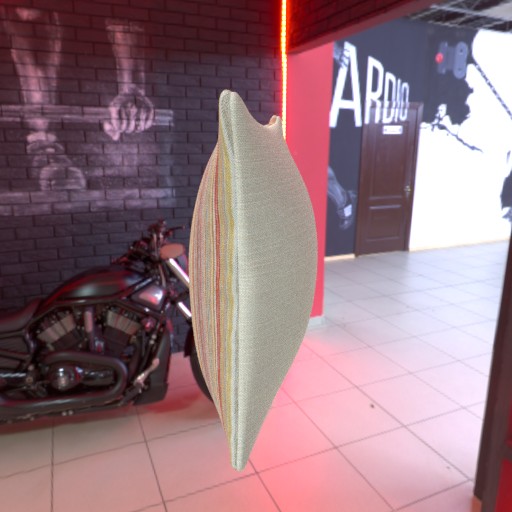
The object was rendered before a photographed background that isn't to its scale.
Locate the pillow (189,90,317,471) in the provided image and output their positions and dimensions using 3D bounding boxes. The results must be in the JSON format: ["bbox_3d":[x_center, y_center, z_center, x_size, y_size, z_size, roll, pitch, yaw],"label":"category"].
[{"bbox_3d":[0.000,0.000,0.694,0.191,0.449,0.451,2,14,8],"label":"pillow"}]
